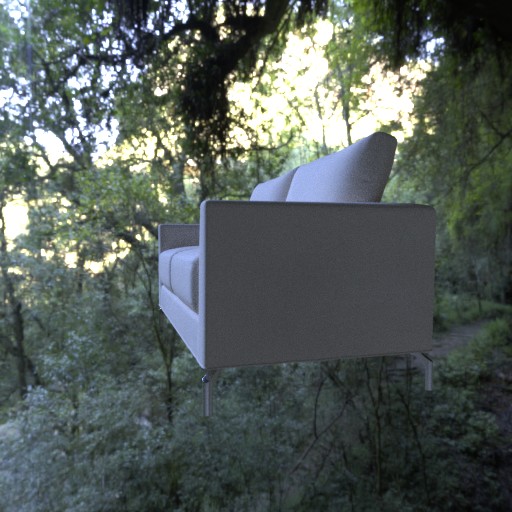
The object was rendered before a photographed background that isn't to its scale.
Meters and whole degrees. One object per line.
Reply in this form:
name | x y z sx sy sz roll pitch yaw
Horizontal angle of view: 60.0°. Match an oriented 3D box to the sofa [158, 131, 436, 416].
sofa | 0.000 0.000 2.356 0.906 0.995 1.739 0 1 -17
